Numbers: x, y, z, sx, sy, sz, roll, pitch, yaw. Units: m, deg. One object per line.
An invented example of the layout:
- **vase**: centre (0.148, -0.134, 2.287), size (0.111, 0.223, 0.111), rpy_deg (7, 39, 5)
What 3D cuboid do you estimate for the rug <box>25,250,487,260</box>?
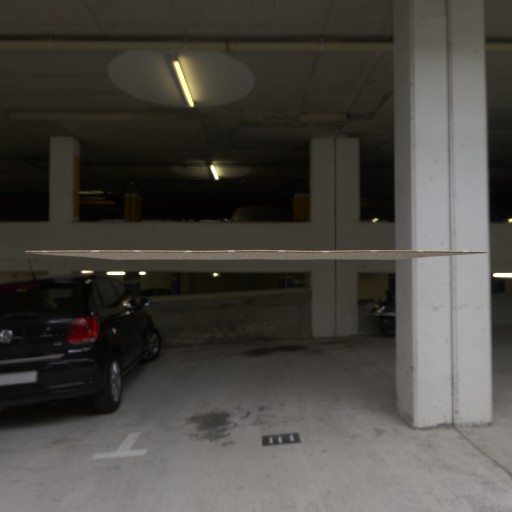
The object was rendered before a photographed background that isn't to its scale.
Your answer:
- **rug**: centre (0.000, 0.000, 2.239), size (1.761, 0.013, 1.152), rpy_deg (0, -2, -1)
